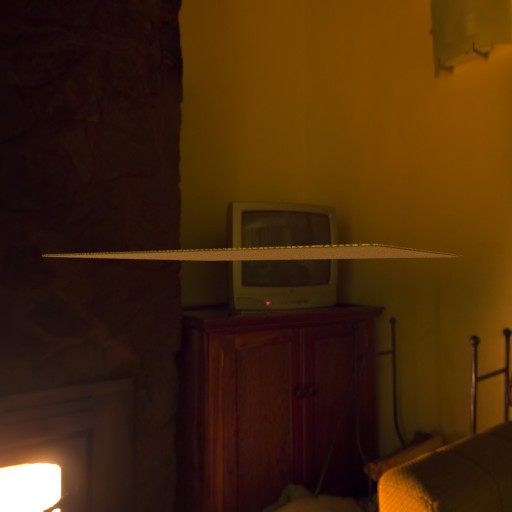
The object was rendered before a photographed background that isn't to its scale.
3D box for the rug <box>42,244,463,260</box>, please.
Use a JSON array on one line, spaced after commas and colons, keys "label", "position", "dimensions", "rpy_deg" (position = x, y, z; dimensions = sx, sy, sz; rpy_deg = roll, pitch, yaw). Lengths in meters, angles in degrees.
[{"label": "rug", "position": [0.000, 0.000, 4.199], "dimensions": [3.207, 0.014, 2.439], "rpy_deg": [-1, -2, 35]}]
